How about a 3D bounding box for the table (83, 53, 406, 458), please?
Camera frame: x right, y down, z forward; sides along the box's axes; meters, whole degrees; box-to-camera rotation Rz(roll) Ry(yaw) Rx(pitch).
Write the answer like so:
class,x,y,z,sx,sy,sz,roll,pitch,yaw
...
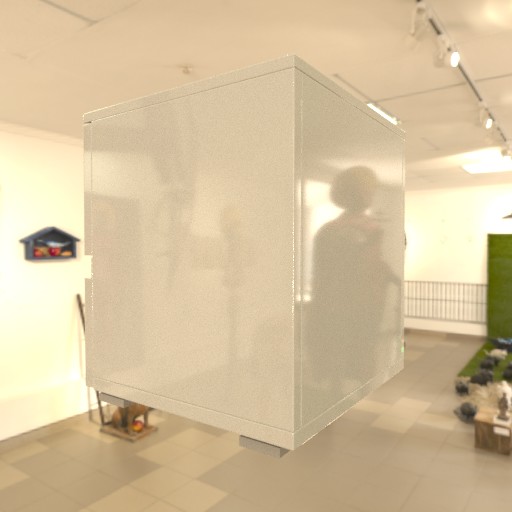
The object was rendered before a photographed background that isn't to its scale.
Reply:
class,x,y,z,sx,sy,sz,roll,pitch,yaw
table,0.000,0.000,0.791,0.400,0.470,0.420,1,2,35
